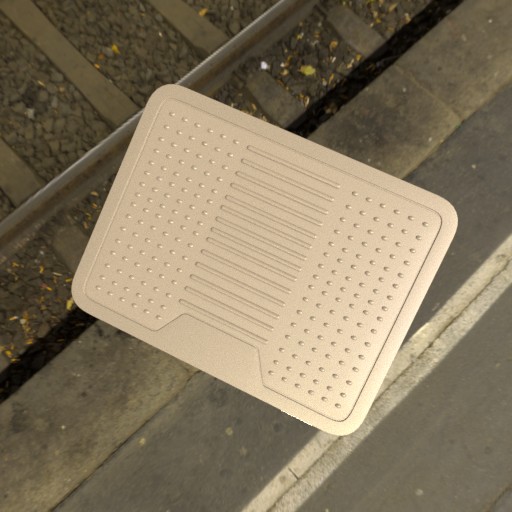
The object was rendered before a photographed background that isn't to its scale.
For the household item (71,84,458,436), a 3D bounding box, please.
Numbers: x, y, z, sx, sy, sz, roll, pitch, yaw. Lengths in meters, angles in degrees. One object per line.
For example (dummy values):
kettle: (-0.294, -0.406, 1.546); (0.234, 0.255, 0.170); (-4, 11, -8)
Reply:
household item: (0.000, 0.000, 0.541); (0.390, 0.126, 0.301); (25, 77, 6)
